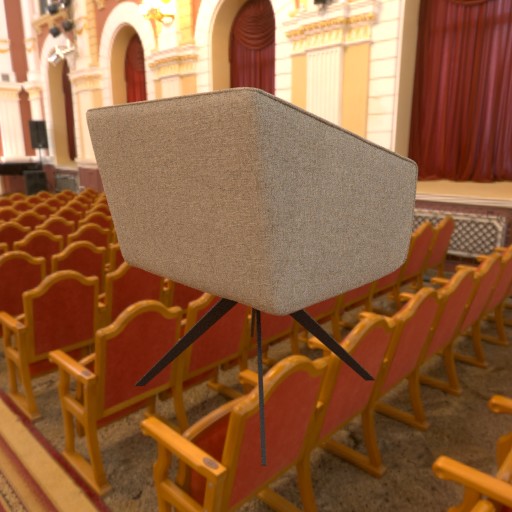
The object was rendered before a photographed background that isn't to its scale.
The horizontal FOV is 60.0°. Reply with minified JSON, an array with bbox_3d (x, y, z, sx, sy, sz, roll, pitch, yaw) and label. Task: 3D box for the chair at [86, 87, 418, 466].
[{"bbox_3d":[0.000,0.000,1.207,0.628,0.760,0.623,13,19,43],"label":"chair"}]
